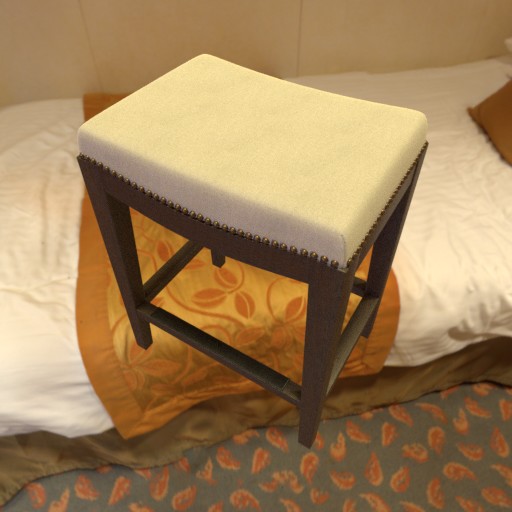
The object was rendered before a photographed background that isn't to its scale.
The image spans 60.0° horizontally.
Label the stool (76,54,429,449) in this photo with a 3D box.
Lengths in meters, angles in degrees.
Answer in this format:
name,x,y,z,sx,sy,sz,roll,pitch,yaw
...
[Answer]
name,x,y,z,sx,sy,sz,roll,pitch,yaw
stool,0.000,0.000,0.934,0.500,0.642,0.361,24,51,21
